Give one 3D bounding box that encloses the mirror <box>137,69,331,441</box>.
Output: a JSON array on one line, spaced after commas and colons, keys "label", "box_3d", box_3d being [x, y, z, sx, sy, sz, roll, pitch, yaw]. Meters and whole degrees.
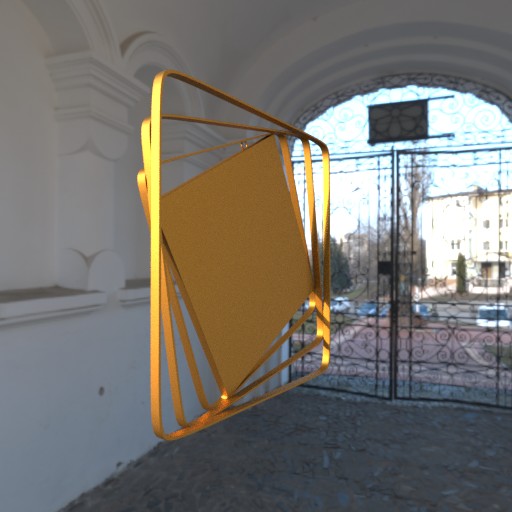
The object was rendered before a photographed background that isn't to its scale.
[{"label": "mirror", "box_3d": [0.000, 0.000, 0.731, 0.045, 0.468, 0.470, 0, -1, 35]}]
